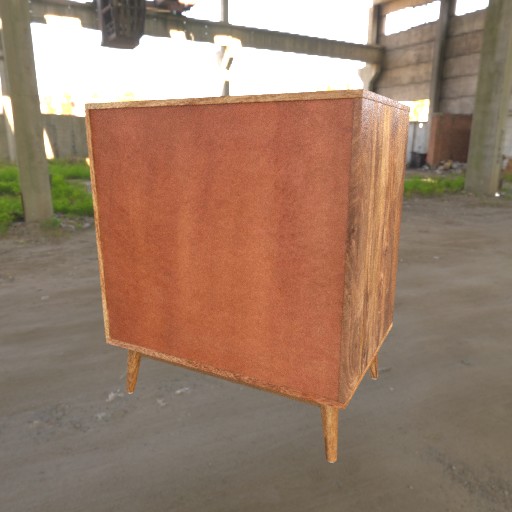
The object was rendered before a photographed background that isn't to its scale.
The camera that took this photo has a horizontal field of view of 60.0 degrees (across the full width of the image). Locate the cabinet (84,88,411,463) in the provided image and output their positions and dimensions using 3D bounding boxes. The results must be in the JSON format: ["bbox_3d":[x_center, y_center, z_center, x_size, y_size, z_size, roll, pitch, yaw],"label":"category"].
[{"bbox_3d":[0.000,0.000,1.172,0.647,0.758,0.473,8,17,27],"label":"cabinet"}]
